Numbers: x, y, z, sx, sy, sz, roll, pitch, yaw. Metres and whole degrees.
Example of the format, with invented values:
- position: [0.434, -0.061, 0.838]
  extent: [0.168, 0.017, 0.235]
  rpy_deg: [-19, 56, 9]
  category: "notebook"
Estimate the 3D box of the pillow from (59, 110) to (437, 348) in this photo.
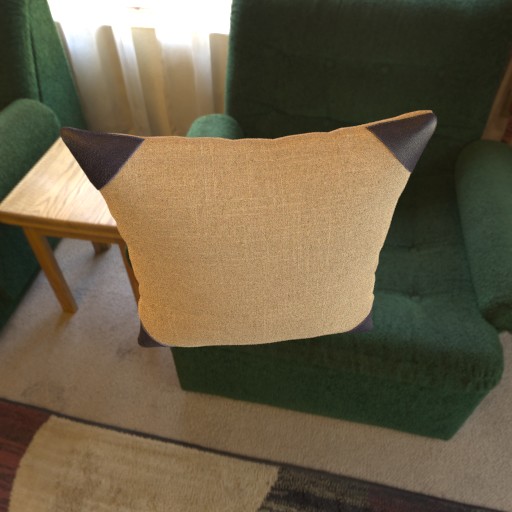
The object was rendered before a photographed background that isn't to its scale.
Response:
- position: [0.000, 0.000, 0.661]
  extent: [0.440, 0.441, 0.147]
  rpy_deg: [-4, 47, -4]
  category: "pillow"
